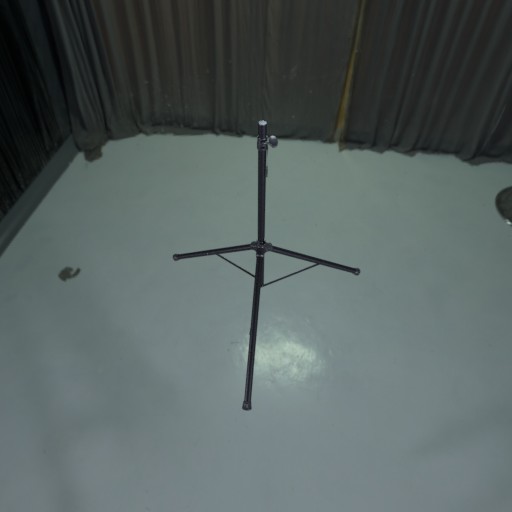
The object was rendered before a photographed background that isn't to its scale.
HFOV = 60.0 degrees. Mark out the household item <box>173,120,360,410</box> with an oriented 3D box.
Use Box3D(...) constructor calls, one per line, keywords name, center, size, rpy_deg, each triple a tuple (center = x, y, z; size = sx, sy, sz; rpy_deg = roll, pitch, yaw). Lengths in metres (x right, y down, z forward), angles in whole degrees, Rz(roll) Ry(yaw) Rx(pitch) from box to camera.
Box3D(name="household item", center=(0.000, 0.000, 2.781), size=(1.596, 1.595, 1.339), rpy_deg=(5, 47, 5))
